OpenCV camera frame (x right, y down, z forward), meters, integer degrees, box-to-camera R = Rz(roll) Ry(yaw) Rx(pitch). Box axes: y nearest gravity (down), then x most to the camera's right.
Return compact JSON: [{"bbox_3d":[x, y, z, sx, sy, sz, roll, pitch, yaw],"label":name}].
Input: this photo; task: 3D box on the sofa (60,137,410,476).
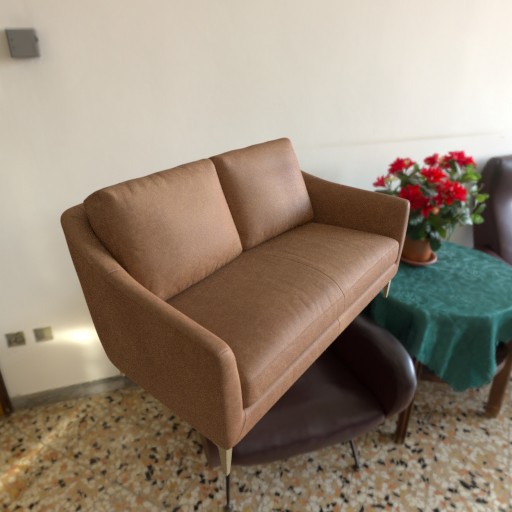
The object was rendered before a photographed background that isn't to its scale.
[{"bbox_3d":[0.000,0.000,2.159,0.960,0.902,1.619,18,32,32],"label":"sofa"}]
